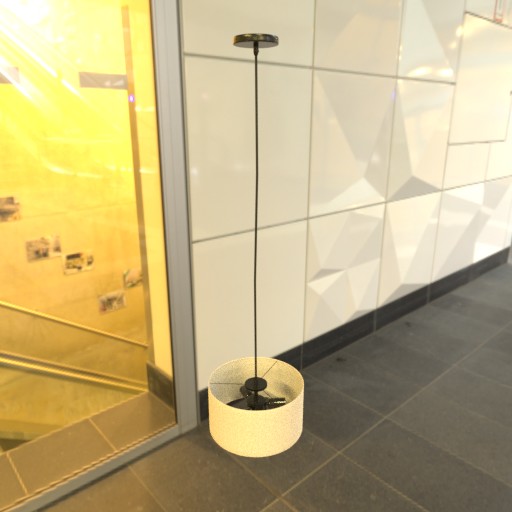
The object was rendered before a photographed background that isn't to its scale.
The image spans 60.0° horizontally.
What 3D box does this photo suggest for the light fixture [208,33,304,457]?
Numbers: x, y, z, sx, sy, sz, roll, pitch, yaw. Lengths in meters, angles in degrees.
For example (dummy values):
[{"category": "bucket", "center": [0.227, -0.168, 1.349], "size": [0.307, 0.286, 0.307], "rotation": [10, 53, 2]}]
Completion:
[{"category": "light fixture", "center": [0.000, 0.000, 1.693], "size": [0.399, 1.516, 0.399], "rotation": [0, 17, 0]}]
